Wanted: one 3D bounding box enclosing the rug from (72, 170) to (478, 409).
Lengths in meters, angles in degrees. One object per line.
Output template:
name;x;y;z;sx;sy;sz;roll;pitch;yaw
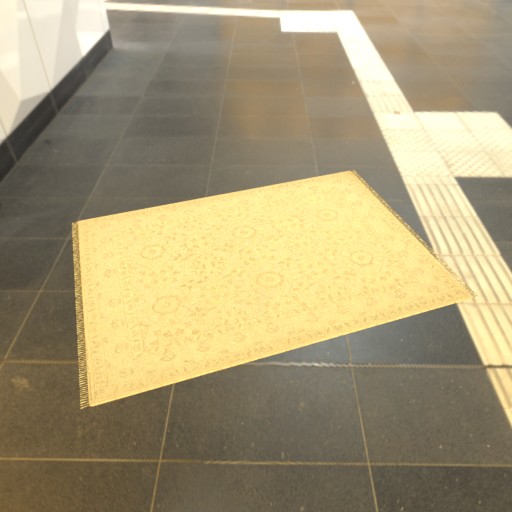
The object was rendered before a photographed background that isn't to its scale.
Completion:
rug;0.000;0.000;2.863;2.233;0.011;1.514;-13;43;-14
